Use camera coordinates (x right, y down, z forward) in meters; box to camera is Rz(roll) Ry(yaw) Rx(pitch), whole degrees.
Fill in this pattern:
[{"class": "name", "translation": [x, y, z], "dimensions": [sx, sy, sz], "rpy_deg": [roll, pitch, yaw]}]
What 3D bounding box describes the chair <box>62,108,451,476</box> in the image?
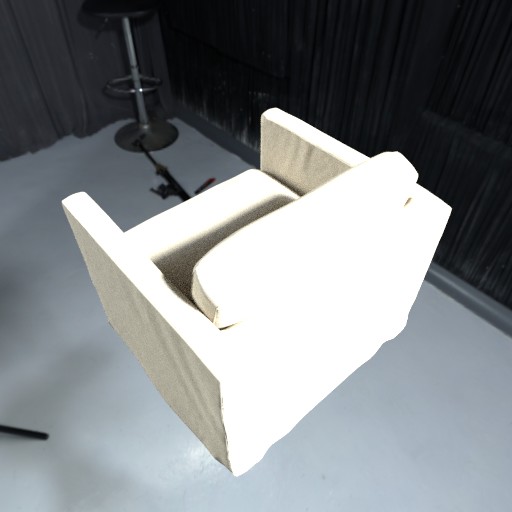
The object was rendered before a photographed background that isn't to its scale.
[{"class": "chair", "translation": [0.000, 0.000, 1.727], "dimensions": [1.057, 0.867, 0.949], "rpy_deg": [-32, 54, -27]}]
